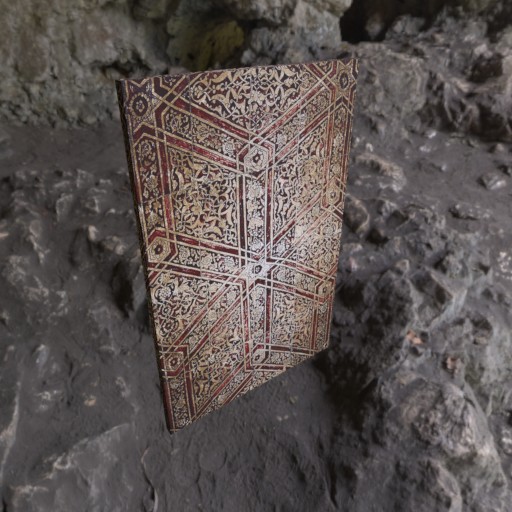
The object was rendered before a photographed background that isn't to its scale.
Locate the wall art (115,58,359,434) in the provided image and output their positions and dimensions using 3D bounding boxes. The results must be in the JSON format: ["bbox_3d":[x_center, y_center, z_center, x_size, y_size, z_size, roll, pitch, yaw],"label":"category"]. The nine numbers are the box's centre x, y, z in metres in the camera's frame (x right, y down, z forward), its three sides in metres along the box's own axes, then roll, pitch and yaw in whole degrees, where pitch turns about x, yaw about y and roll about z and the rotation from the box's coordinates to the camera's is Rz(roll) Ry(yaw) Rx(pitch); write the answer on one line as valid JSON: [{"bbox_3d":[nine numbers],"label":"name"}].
[{"bbox_3d":[0.000,0.000,0.760,0.397,0.599,0.020,-20,35,-31],"label":"wall art"}]
